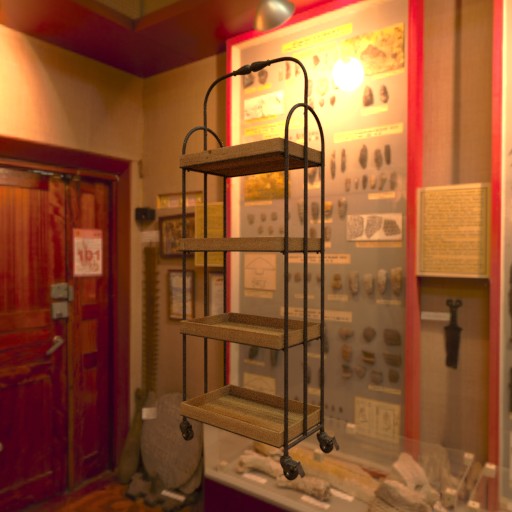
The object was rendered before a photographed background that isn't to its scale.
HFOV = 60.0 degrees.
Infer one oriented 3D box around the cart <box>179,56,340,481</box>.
[{"bbox_3d":[0.000,0.000,1.709,0.581,1.481,0.308,1,1,38],"label":"cart"}]
